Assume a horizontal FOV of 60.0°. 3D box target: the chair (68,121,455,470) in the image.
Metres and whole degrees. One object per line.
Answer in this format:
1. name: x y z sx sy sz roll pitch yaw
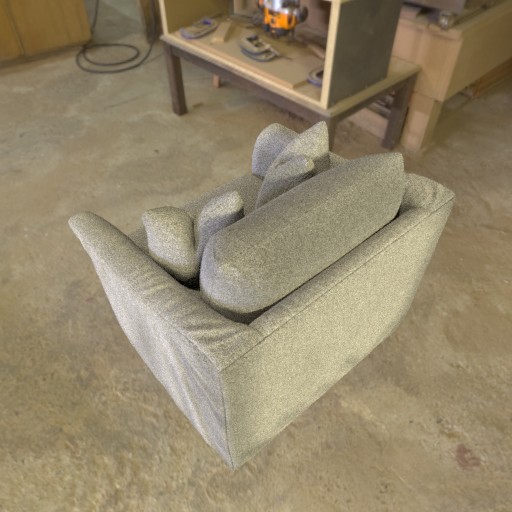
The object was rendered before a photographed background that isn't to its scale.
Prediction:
1. chair: 0.000 0.000 1.987 1.194 1.059 1.071 -32 55 -26
